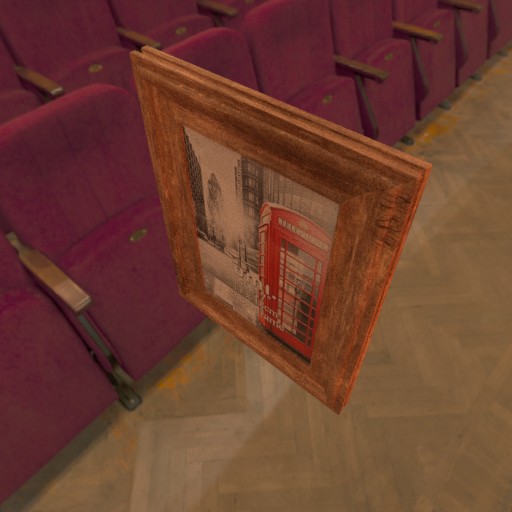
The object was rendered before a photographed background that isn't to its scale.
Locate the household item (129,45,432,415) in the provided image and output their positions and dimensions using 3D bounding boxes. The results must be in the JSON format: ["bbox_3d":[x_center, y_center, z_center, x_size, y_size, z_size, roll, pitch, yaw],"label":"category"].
[{"bbox_3d":[0.000,0.000,0.312,0.186,0.237,0.018,32,55,26],"label":"household item"}]
